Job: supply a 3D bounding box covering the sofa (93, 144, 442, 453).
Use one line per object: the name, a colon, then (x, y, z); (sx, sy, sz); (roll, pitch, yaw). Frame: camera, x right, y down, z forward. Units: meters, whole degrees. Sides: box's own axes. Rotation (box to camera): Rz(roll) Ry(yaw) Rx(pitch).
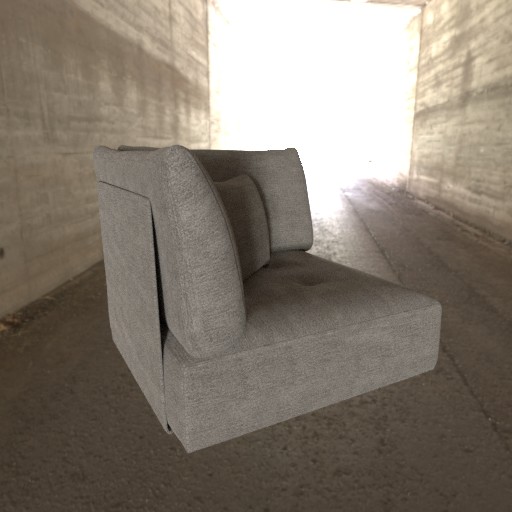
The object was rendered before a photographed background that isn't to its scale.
sofa: (0.000, 0.000, 1.685); (1.000, 0.820, 1.000); (-7, 16, -28)
